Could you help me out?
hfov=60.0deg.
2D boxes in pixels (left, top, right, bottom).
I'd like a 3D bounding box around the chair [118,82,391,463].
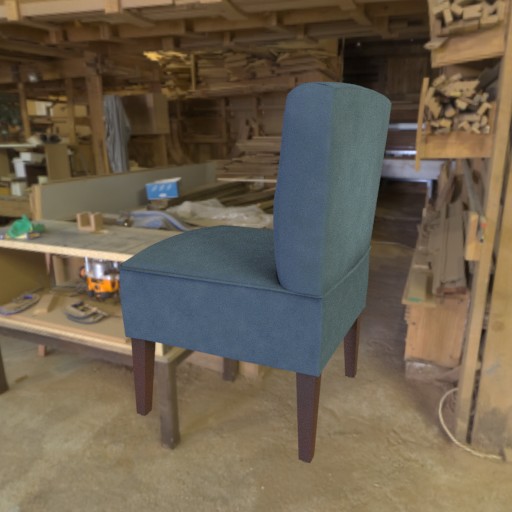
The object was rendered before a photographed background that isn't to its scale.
[{"bbox_3d":[0.000,0.000,1.153,0.551,0.806,0.521,8,18,25],"label":"chair"}]
